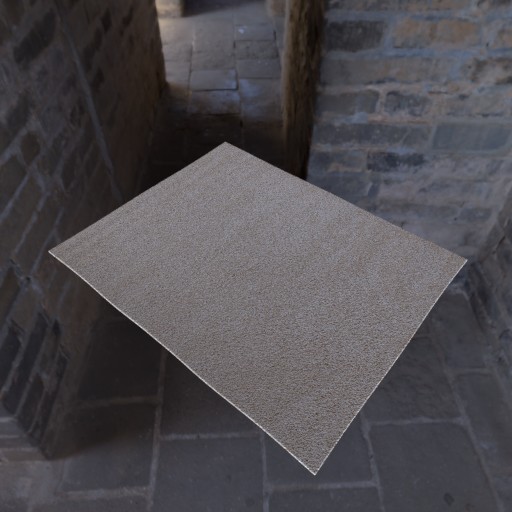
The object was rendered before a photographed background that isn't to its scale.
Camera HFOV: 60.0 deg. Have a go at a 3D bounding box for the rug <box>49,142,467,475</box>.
[{"bbox_3d":[0.000,0.000,4.068,3.000,0.026,2.400,32,54,26],"label":"rug"}]
